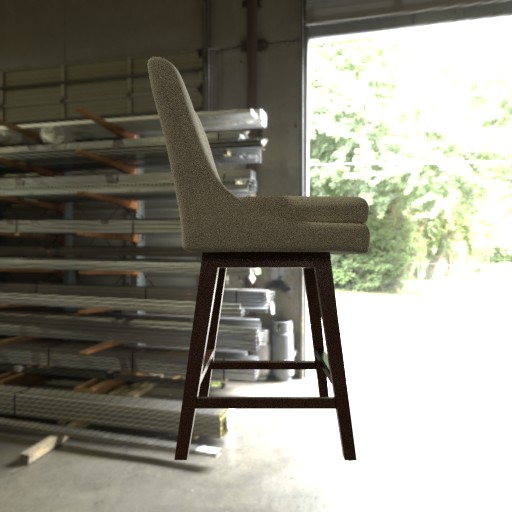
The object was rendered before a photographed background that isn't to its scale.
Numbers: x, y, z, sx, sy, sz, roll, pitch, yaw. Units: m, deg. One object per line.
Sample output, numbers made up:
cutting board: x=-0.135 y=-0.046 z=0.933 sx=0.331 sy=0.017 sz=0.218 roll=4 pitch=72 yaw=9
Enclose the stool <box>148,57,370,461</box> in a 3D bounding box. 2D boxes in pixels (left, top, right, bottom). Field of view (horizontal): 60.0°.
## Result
stool: x=0.000 y=0.000 z=1.289 sx=0.559 sy=0.991 sz=0.483 roll=0 pitch=0 yaw=0
